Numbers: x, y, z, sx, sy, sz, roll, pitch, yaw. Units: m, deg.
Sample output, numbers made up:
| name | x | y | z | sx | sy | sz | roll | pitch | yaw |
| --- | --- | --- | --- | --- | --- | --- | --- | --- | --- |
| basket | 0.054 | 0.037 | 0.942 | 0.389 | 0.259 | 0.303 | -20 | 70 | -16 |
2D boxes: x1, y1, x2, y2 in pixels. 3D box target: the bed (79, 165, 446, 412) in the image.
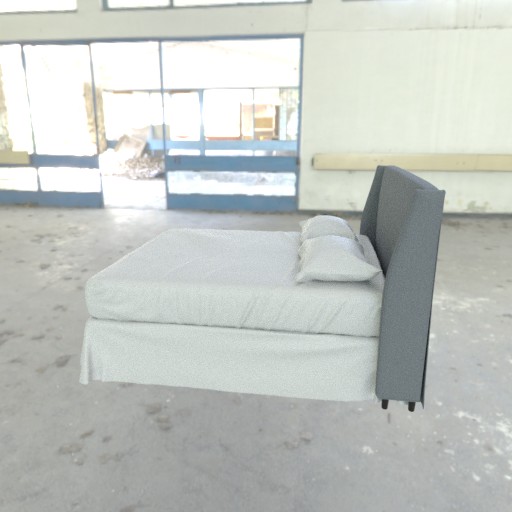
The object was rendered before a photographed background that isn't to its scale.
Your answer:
| name | x | y | z | sx | sy | sz | roll | pitch | yaw |
| --- | --- | --- | --- | --- | --- | --- | --- | --- | --- |
| bed | 0.000 | 0.000 | 3.486 | 2.276 | 1.332 | 1.925 | 2 | 16 | 8 |
